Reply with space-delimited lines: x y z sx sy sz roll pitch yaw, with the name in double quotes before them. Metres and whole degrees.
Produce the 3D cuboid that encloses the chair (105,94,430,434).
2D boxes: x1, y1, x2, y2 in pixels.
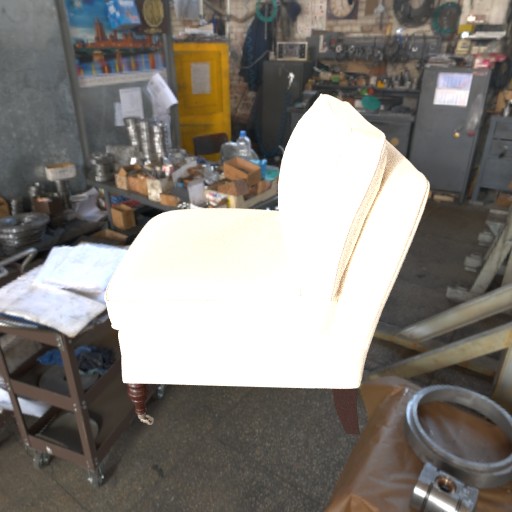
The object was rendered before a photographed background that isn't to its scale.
"chair" 0.000 0.000 1.371 0.781 0.887 0.630 1 27 2
